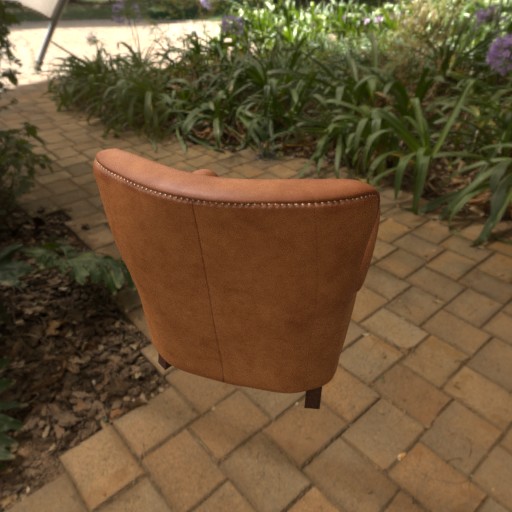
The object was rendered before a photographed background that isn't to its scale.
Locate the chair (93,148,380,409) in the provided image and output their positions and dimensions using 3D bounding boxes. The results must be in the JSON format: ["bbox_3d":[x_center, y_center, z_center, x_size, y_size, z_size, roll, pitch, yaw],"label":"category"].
[{"bbox_3d":[0.000,0.000,1.681,0.861,0.936,0.921,11,34,17],"label":"chair"}]
